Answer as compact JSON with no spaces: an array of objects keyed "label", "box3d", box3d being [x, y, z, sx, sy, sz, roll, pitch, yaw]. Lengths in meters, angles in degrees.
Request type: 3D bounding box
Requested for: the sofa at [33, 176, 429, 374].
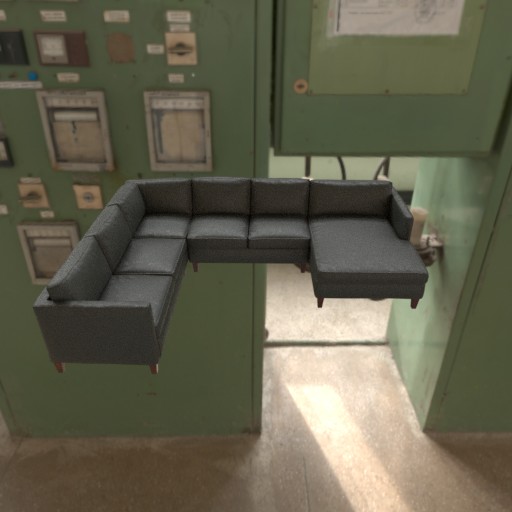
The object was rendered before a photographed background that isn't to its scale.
[{"label":"sofa","box3d":[0.000,0.000,4.624,3.460,0.923,2.593,0,31,1]}]
